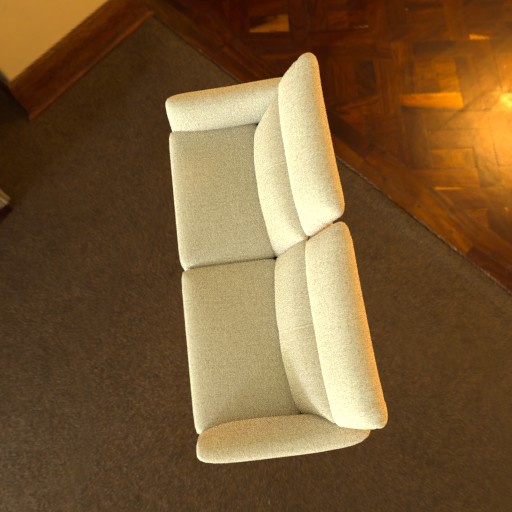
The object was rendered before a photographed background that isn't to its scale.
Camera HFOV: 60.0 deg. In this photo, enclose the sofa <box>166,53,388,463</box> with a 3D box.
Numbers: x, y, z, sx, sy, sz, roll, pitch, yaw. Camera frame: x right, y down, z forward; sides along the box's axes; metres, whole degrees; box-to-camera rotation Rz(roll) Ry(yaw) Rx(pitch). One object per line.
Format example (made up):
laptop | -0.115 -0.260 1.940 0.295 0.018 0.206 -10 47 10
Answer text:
sofa | 0.000 0.000 2.410 0.856 0.956 2.015 -7 75 -2
